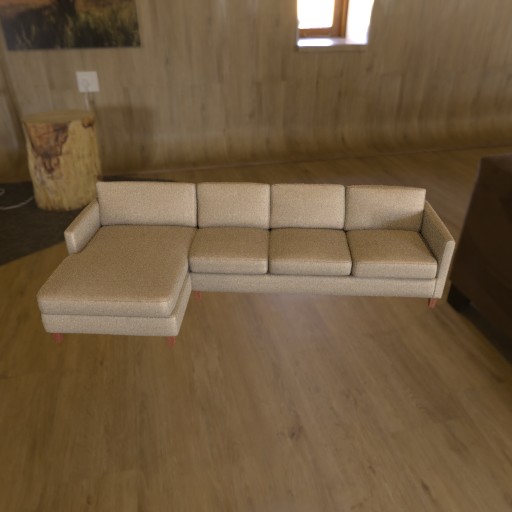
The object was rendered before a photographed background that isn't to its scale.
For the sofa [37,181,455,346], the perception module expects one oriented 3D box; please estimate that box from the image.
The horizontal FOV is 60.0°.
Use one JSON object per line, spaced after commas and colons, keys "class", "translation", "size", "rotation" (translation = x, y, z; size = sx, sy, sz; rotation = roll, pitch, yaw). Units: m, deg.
{"class": "sofa", "translation": [0.000, 0.000, 3.767], "size": [3.201, 0.876, 1.502], "rotation": [1, 30, 2]}
